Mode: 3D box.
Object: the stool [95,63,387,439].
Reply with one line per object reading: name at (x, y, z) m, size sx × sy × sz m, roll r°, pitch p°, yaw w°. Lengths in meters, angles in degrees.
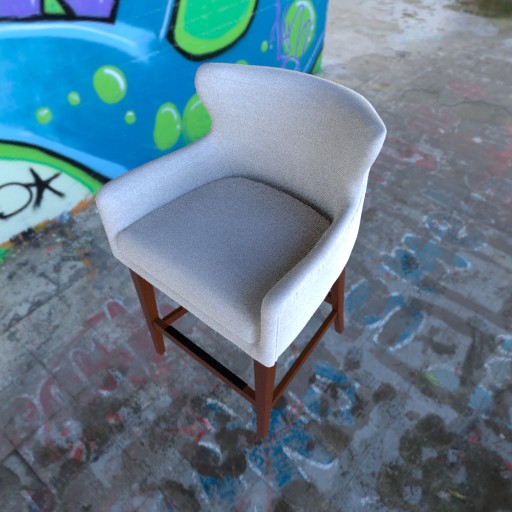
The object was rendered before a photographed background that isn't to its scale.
stool at (0.000, 0.000, 1.404) m, size 0.615 × 0.987 × 0.637 m, roll 31°, pitch 53°, yaw 26°
